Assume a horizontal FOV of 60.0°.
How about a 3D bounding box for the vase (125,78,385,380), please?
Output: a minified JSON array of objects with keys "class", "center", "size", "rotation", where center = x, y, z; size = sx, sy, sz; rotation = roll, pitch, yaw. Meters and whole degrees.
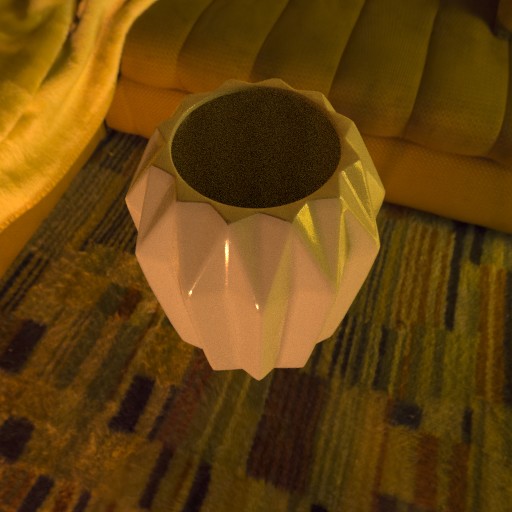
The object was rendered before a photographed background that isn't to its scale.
[{"class":"vase","center":[0.000,0.000,0.400],"size":[0.195,0.275,0.195],"rotation":[0,57,0]}]
